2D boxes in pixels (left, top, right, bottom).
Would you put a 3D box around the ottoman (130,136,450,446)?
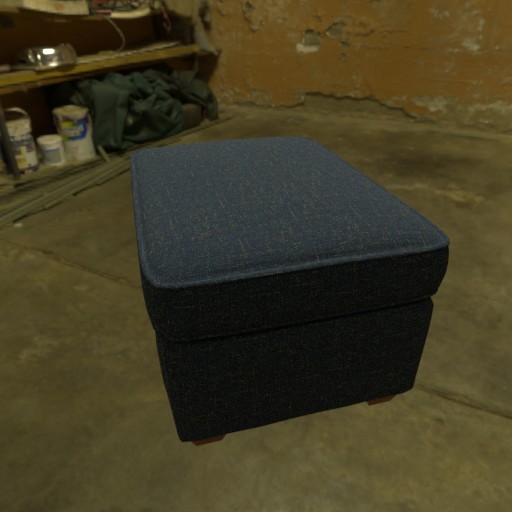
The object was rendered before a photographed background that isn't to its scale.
[{"bbox_3d":[0.000,0.000,1.098,0.549,0.450,0.749,-8,31,-13],"label":"ottoman"}]
